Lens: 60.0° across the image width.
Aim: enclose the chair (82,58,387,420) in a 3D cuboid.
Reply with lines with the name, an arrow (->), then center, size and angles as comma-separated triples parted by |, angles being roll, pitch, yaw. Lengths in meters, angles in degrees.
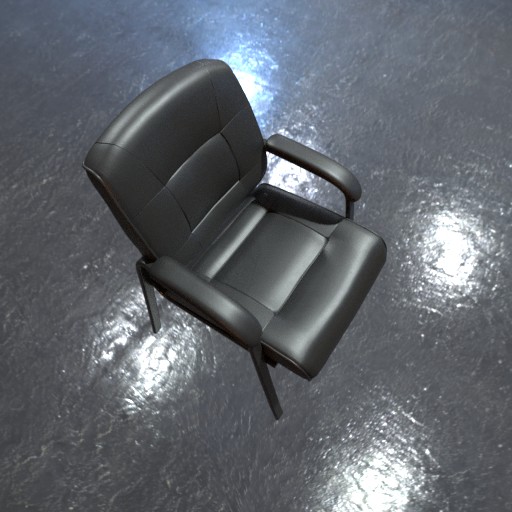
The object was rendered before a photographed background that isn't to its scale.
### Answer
chair -> 0.000, 0.000, 1.323 | 0.668, 0.910, 0.591 | 30, 63, 17
